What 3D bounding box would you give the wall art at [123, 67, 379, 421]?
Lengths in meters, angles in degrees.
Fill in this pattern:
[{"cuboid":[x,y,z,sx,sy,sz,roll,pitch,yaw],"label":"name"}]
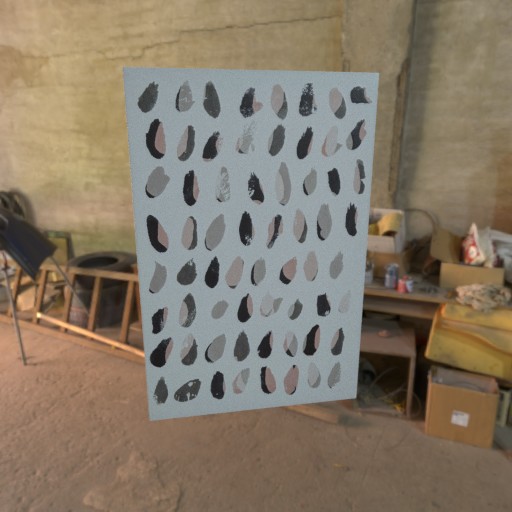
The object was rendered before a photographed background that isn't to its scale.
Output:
[{"cuboid":[0.000,0.000,1.180,0.610,0.916,0.037,-3,16,-10],"label":"wall art"}]
